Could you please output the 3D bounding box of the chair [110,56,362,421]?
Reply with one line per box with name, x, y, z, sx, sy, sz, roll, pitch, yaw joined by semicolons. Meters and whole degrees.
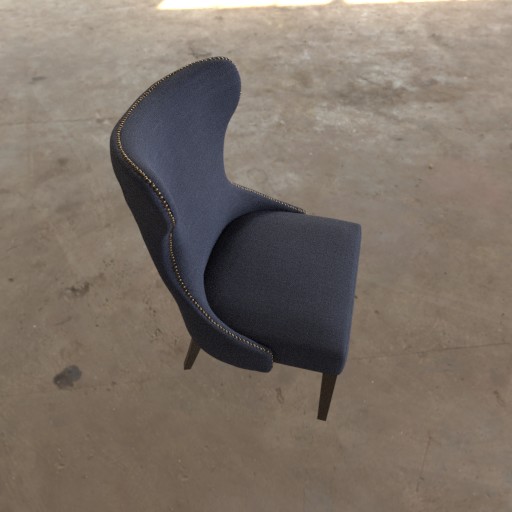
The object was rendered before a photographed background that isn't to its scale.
chair;0.000;0.000;1.368;0.635;0.967;0.628;10;48;9
